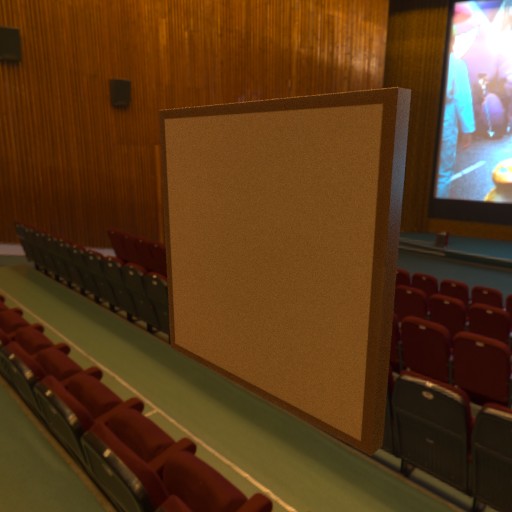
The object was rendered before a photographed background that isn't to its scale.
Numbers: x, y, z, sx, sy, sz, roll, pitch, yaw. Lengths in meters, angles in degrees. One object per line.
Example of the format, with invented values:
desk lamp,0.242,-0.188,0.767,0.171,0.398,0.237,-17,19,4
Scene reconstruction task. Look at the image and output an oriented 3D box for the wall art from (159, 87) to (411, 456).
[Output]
wall art,0.000,0.000,0.774,0.510,0.509,0.033,14,19,43
